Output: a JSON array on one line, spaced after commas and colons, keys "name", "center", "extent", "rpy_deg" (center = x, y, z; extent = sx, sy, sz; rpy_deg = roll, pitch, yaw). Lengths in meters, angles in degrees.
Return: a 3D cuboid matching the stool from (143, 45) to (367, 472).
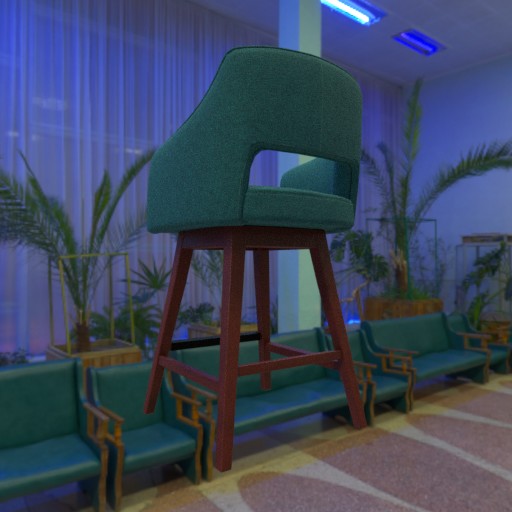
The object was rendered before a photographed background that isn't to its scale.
[{"name": "stool", "center": [0.000, 0.000, 1.282], "extent": [0.548, 0.961, 0.556], "rpy_deg": [1, -1, -35]}]
